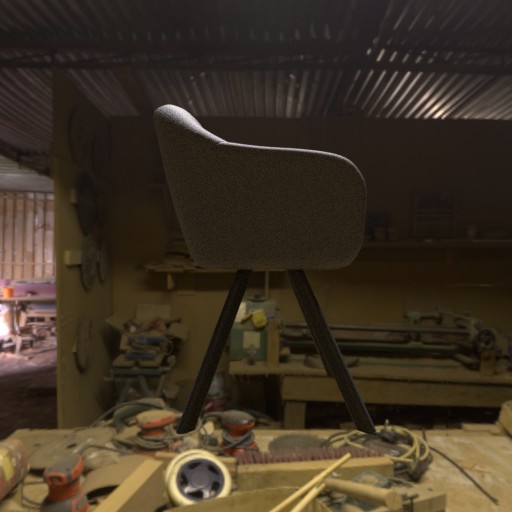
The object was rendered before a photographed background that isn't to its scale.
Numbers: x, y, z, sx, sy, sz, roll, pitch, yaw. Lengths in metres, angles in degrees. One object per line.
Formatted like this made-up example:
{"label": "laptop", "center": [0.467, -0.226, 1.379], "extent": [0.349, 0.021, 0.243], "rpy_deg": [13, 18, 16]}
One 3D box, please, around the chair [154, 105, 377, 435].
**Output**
{"label": "chair", "center": [0.000, 0.000, 1.237], "extent": [0.550, 0.795, 0.590], "rpy_deg": [0, 1, 0]}
